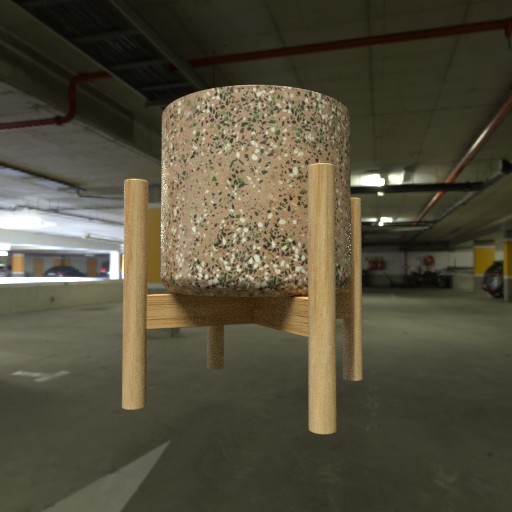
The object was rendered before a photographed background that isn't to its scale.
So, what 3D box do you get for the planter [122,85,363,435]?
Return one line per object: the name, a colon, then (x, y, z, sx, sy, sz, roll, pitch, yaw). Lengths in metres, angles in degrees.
planter: (0.000, 0.000, 0.529, 0.284, 0.320, 0.284, 0, -2, -2)
